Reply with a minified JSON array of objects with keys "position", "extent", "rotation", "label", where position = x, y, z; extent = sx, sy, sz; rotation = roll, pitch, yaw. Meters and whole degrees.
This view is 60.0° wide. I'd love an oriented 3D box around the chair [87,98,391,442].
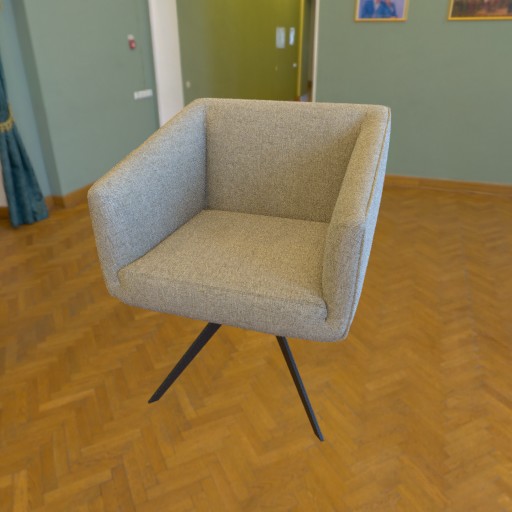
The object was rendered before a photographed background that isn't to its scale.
[{"position":[0.000,0.000,1.251],"extent":[0.628,0.760,0.623],"rotation":[8,27,16],"label":"chair"}]
